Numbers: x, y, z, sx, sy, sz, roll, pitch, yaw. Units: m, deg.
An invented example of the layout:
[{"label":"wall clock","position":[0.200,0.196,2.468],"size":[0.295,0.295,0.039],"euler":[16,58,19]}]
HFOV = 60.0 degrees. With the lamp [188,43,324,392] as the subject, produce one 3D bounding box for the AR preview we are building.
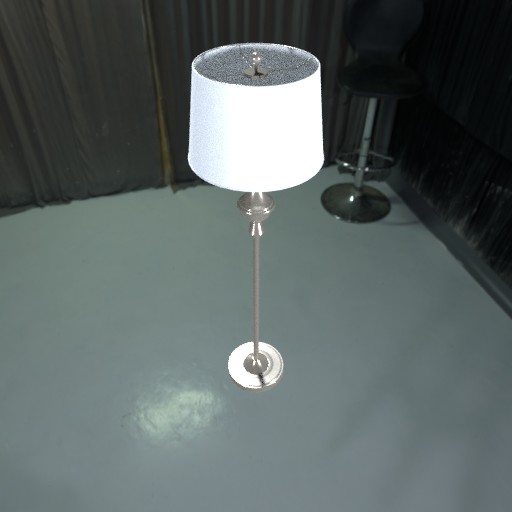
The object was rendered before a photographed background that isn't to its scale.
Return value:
[{"label":"lamp","position":[0.000,0.000,1.705],"size":[0.431,1.488,0.431],"euler":[0,42,0]}]
